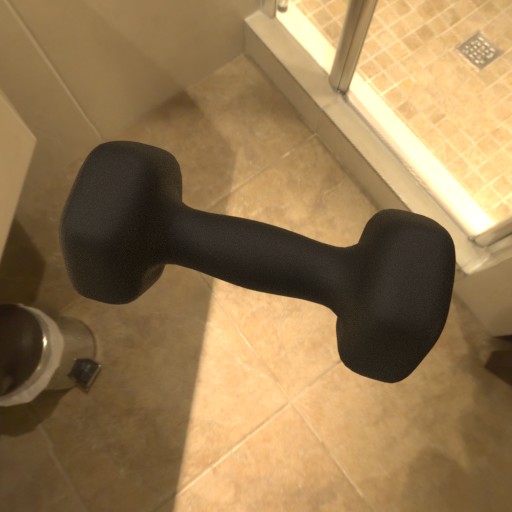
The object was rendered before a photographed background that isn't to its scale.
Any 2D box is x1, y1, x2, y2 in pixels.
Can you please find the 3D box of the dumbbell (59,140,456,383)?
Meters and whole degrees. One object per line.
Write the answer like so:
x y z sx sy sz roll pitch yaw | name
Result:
0.000 0.000 0.286 0.231 0.101 0.112 16 76 4 | dumbbell
